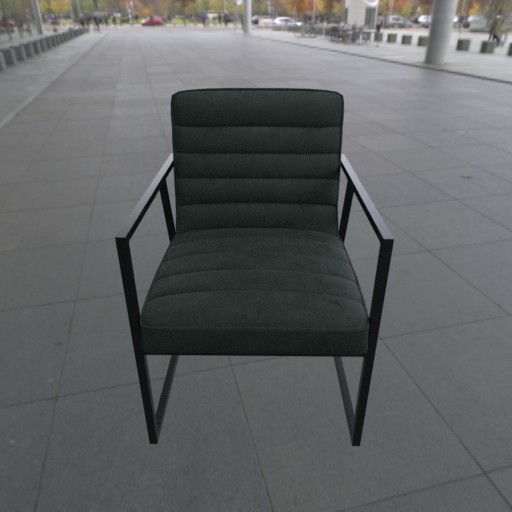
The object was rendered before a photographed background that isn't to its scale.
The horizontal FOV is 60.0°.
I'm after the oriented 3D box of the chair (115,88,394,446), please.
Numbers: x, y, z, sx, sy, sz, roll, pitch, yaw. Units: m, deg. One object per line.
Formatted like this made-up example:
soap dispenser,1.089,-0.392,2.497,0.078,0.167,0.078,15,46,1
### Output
chair,0.000,0.000,1.267,0.571,0.833,0.677,0,28,1
